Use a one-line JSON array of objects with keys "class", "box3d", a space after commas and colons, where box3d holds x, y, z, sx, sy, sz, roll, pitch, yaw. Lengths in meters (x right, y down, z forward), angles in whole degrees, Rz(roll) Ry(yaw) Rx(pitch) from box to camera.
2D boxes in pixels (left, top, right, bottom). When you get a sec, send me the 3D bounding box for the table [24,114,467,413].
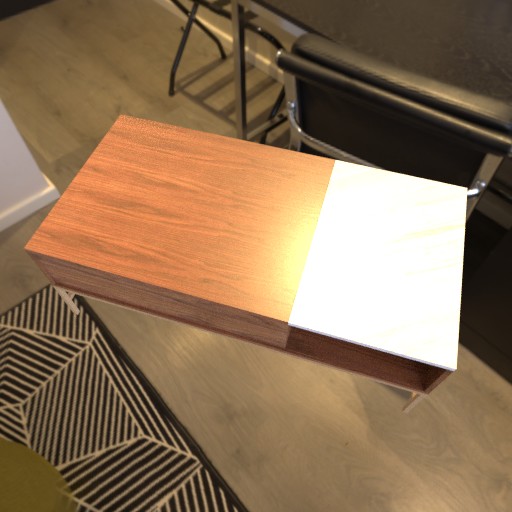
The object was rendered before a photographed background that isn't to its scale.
[{"class": "table", "box3d": [0.000, 0.000, 1.949, 1.553, 0.551, 0.789, 14, 58, 9]}]
